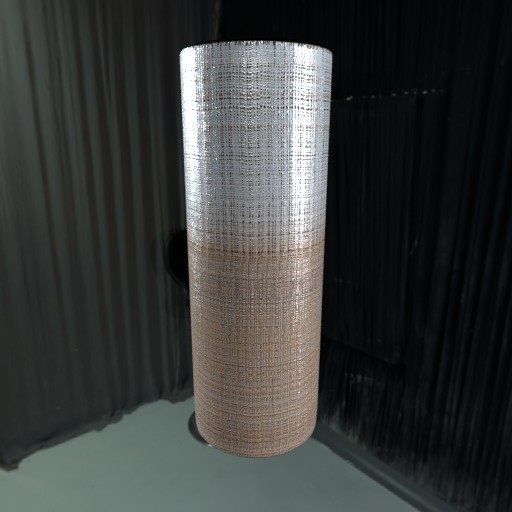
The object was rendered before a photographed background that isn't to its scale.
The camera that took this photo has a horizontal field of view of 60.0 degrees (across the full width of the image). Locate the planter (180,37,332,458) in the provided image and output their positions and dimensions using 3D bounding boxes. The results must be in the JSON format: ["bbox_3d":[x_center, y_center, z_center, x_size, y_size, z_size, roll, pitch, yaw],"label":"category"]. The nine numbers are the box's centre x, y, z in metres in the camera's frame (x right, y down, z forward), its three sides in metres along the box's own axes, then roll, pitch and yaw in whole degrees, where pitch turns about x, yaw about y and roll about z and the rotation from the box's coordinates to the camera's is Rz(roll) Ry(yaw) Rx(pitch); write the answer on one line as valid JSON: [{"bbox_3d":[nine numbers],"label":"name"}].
[{"bbox_3d":[0.000,0.000,0.328,0.099,0.278,0.099,-14,21,-41],"label":"planter"}]
